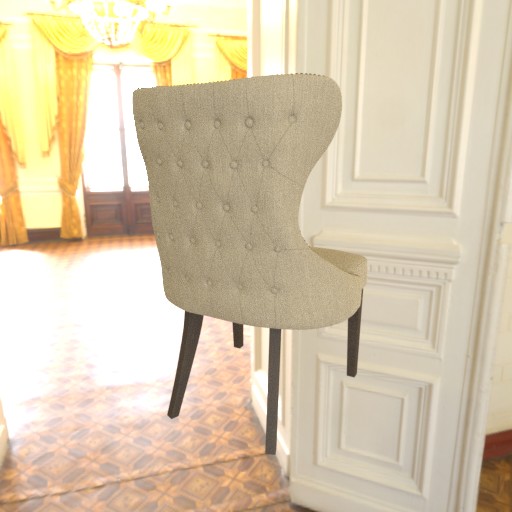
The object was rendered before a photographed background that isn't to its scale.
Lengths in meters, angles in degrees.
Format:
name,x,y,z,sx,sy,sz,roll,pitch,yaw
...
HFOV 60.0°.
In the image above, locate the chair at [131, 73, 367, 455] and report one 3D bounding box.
name,x,y,z,sx,sy,sz,roll,pitch,yaw
chair,0.000,0.000,1.366,0.628,0.967,0.635,8,16,28
